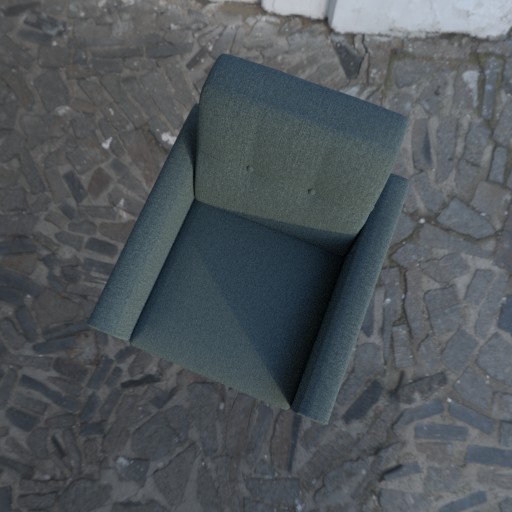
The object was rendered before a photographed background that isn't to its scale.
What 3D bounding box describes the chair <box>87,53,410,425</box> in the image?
[{"bbox_3d":[0.000,0.000,1.688,0.880,0.940,0.964,21,77,5],"label":"chair"}]
